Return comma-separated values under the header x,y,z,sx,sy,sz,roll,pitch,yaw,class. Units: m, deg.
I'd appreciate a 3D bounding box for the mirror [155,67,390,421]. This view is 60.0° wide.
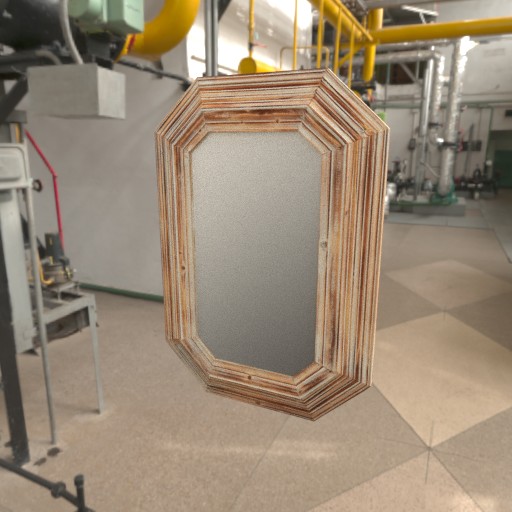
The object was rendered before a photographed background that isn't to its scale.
x,y,z,sx,sy,sz,roll,pitch,yaw,class
0.000,0.000,1.311,0.709,1.015,0.061,7,16,25,mirror
